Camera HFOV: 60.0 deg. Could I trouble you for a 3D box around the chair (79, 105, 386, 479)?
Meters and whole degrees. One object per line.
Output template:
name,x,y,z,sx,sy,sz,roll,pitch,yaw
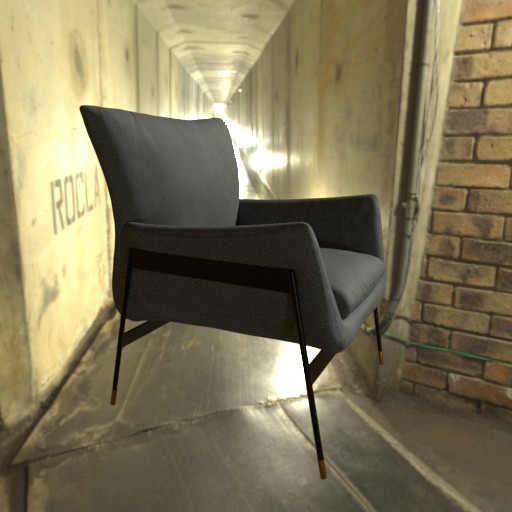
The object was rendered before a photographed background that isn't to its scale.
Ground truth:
chair,0.000,0.000,1.359,0.709,0.858,0.678,7,16,27
